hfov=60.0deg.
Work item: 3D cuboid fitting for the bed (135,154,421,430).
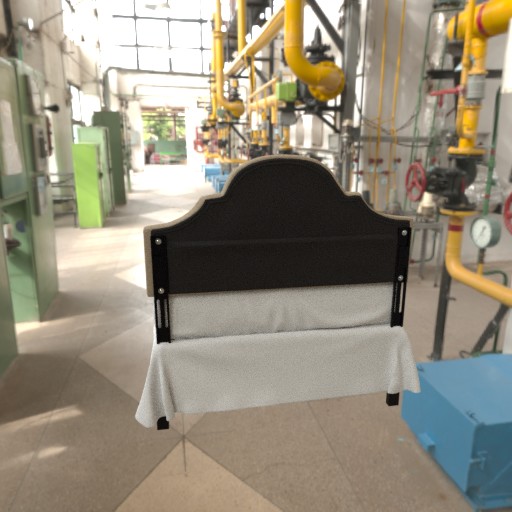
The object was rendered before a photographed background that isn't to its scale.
[{"bbox_3d":[0.000,0.000,3.553,1.780,1.634,2.222,-2,15,-9],"label":"bed"}]
